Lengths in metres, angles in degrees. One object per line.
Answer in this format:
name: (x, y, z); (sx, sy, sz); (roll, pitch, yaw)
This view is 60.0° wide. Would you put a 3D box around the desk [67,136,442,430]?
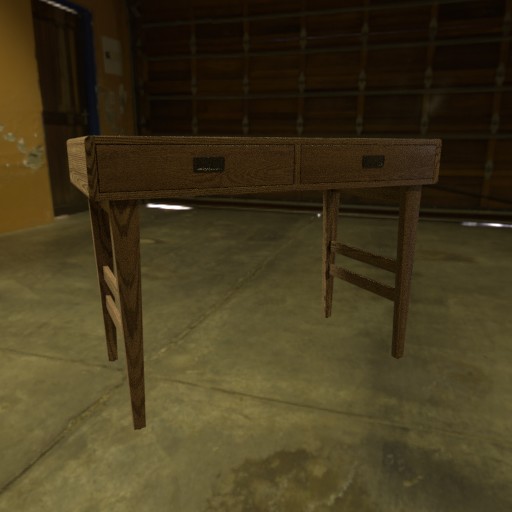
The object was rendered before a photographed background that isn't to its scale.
desk: (0.000, 0.000, 1.481); (1.067, 0.755, 0.508); (-7, 15, -26)
